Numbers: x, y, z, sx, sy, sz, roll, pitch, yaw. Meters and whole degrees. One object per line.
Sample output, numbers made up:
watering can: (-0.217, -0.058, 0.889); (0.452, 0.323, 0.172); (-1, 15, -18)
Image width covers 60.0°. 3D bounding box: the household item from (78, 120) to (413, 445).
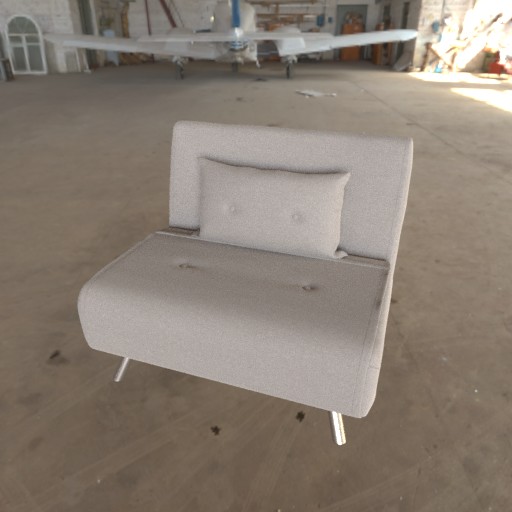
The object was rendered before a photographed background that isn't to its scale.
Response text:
household item: (0.000, 0.000, 1.656); (1.000, 0.800, 0.874); (9, 29, 17)
